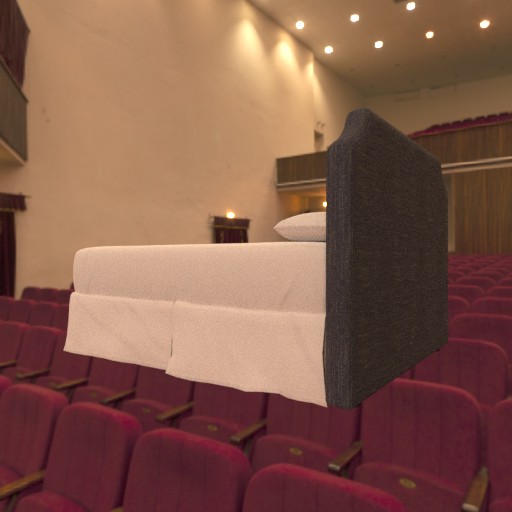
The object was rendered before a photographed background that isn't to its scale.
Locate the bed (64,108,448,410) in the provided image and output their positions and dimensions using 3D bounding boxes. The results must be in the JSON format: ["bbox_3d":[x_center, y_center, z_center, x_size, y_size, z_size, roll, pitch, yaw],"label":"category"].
[{"bbox_3d":[0.000,0.000,3.027,2.116,1.290,1.693,0,0,36],"label":"bed"}]
